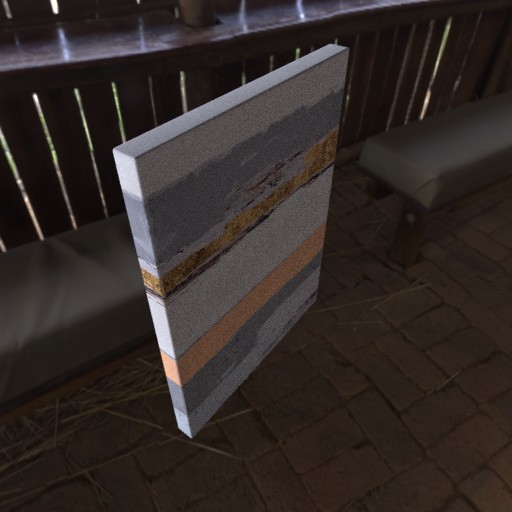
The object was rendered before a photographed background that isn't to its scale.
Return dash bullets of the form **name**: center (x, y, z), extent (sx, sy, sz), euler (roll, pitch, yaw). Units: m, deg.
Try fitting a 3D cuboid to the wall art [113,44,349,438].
- **wall art**: center (0.000, 0.000, 0.800), extent (0.038, 0.609, 0.456), euler (27, 48, 27)
